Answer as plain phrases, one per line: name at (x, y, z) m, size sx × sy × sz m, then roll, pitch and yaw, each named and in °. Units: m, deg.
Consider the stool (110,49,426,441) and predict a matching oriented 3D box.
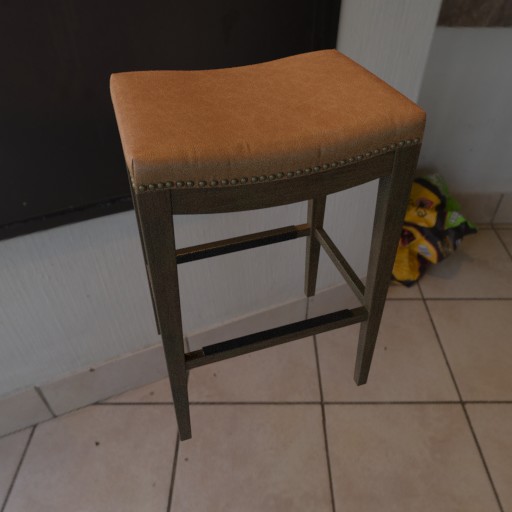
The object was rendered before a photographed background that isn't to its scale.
stool at (0.000, 0.000, 0.999) m, size 0.500 × 0.759 × 0.361 m, roll -13°, pitch 43°, yaw -14°
